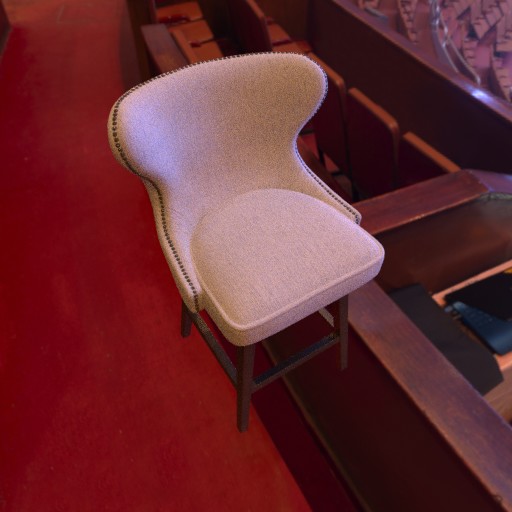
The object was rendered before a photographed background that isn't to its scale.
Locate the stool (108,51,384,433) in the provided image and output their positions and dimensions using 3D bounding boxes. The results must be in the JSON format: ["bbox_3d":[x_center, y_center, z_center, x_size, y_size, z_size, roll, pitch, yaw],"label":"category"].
[{"bbox_3d":[0.000,0.000,1.339,0.615,0.972,0.597,-25,51,-22],"label":"stool"}]
